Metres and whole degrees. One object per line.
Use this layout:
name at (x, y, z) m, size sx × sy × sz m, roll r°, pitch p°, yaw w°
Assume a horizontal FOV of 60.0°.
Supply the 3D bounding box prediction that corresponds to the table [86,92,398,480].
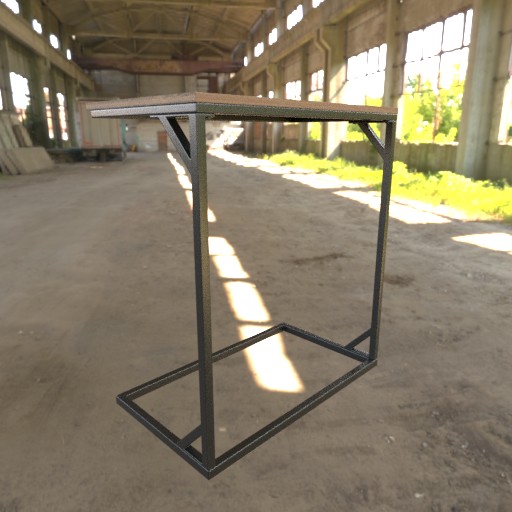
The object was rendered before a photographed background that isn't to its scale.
table at (0.000, 0.000, 1.046) m, size 0.351 × 0.673 × 0.597 m, roll 15°, pitch 21°, yaw 43°
